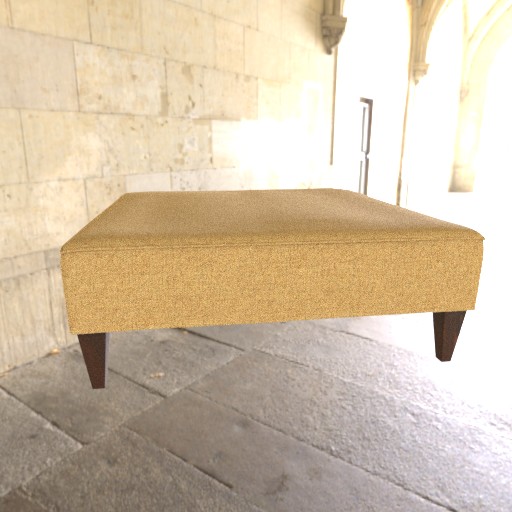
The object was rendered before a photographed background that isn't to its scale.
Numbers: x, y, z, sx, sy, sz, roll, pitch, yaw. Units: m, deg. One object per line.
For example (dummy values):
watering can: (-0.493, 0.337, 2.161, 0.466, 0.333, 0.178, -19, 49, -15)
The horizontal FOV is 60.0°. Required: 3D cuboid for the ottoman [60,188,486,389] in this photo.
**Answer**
ottoman: (0.000, 0.000, 1.476, 0.981, 0.378, 0.970, -2, 15, -8)
